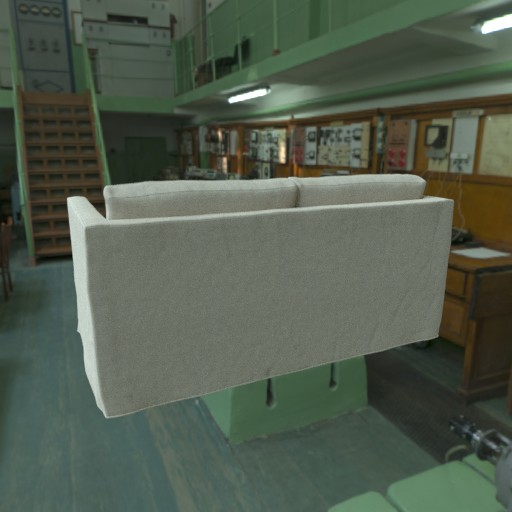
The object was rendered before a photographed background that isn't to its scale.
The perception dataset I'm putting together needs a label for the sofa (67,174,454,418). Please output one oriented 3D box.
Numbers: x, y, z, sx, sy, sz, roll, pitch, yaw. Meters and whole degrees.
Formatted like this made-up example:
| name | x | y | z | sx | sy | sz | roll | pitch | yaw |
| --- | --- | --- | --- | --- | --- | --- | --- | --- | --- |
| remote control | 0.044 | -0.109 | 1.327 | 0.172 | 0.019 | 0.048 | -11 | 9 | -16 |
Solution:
| name | x | y | z | sx | sy | sz | roll | pitch | yaw |
| --- | --- | --- | --- | --- | --- | --- | --- | --- | --- |
| sofa | 0.000 | 0.000 | 2.259 | 1.719 | 0.835 | 0.962 | -7 | 15 | -25 |
